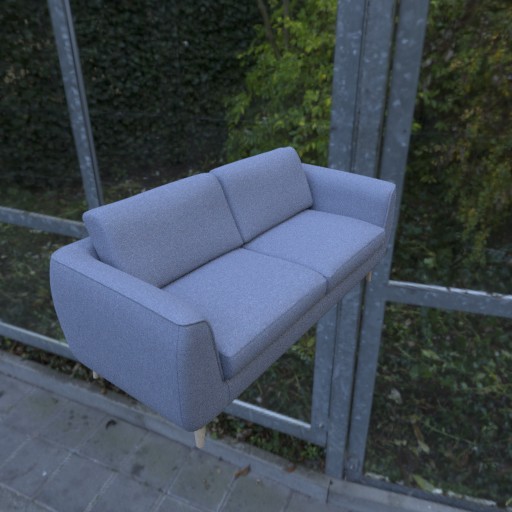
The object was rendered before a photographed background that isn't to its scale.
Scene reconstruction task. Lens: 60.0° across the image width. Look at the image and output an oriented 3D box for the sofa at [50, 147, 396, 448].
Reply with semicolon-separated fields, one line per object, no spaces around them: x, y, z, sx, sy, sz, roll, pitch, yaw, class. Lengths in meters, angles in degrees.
0.000;0.000;2.506;0.920;0.870;2.000;18;32;32;sofa
